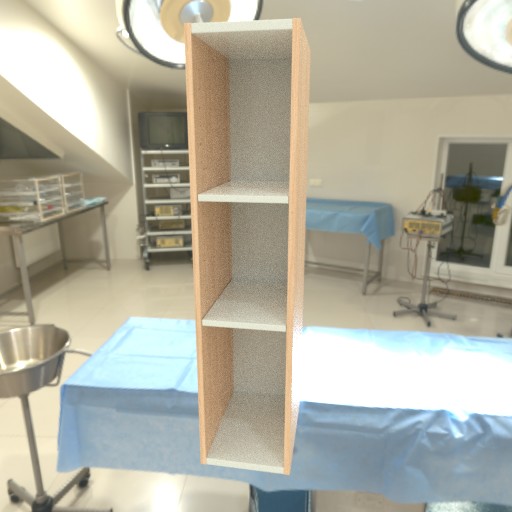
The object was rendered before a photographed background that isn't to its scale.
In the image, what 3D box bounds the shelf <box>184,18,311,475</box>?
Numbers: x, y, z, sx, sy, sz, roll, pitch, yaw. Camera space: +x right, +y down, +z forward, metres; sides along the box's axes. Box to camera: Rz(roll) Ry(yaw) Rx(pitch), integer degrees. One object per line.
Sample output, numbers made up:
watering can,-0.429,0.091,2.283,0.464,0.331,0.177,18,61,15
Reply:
shelf,0.000,0.000,0.983,0.197,0.882,0.290,3,15,10
